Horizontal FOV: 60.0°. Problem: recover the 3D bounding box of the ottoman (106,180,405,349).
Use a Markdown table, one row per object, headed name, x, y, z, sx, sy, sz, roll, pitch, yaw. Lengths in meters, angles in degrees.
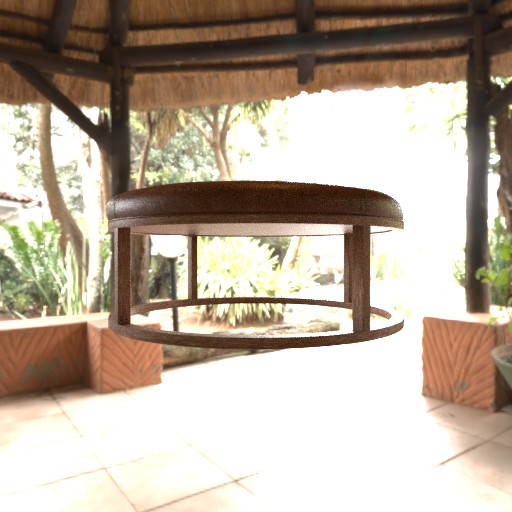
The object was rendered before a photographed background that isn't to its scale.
| name | x | y | z | sx | sy | sz | roll | pitch | yaw |
| --- | --- | --- | --- | --- | --- | --- | --- | --- | --- |
| ottoman | 0.000 | 0.000 | 1.570 | 1.006 | 0.445 | 1.006 | 0 | 1 | 0 |
